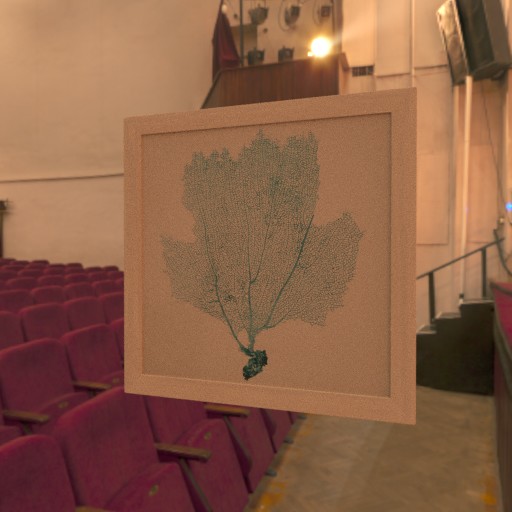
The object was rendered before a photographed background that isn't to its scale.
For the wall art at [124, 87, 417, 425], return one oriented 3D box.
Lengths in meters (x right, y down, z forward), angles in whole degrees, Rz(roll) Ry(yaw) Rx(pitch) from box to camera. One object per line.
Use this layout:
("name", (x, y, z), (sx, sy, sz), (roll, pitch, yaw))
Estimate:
("wall art", (0.000, 0.000, 0.859), (0.584, 0.584, 0.013), (0, 1, 18))
